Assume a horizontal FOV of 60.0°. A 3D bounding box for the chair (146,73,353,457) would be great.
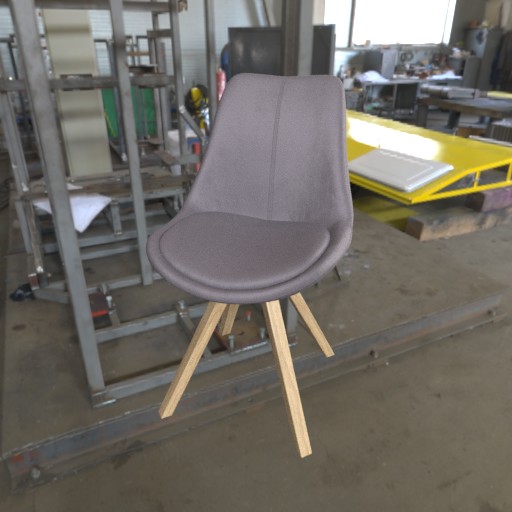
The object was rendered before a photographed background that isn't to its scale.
[{"bbox_3d":[0.000,0.000,1.179,0.483,0.865,0.547,9,28,17],"label":"chair"}]
